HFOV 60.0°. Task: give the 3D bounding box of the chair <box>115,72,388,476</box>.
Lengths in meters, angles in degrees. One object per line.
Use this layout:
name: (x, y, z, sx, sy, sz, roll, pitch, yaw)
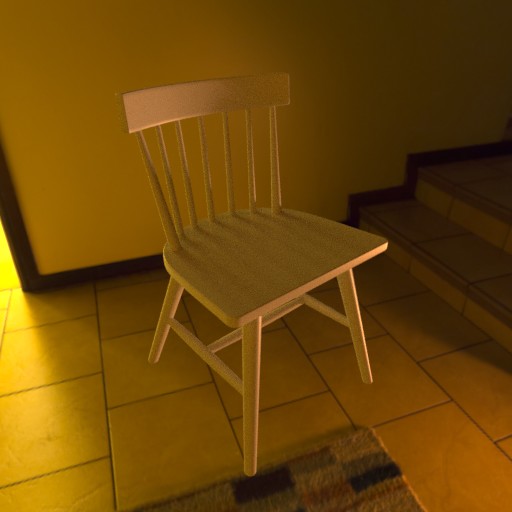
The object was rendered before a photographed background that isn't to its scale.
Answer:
chair: (0.000, 0.000, 1.109, 0.483, 0.787, 0.500, -23, 37, -34)
